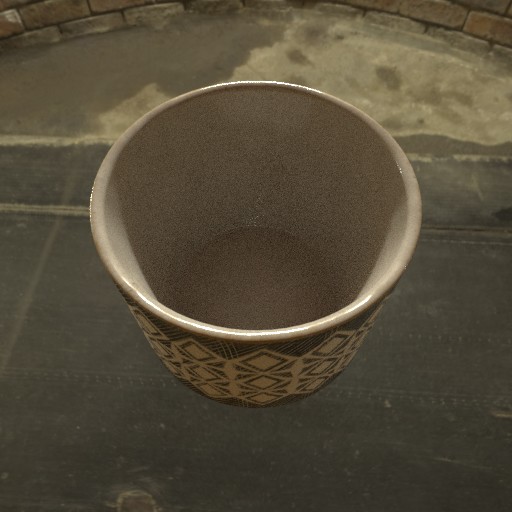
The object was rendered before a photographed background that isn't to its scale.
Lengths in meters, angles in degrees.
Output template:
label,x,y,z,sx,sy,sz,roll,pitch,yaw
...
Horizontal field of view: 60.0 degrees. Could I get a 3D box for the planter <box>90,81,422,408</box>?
label,x,y,z,sx,sy,sz,roll,pitch,yaw
planter,0.000,0.000,0.216,0.126,0.104,0.126,0,59,0
